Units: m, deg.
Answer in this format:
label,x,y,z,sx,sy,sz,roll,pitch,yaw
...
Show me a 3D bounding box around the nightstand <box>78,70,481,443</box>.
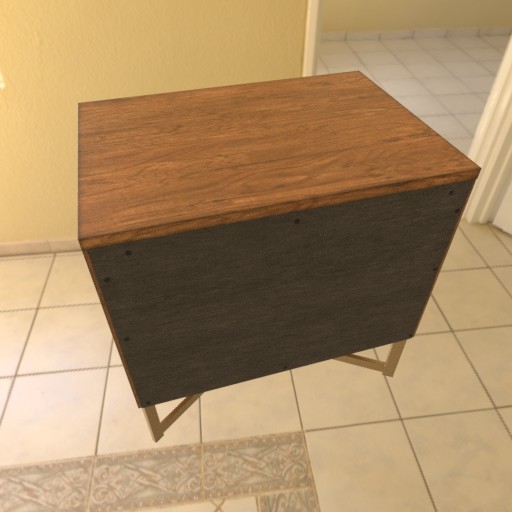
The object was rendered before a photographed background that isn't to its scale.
label,x,y,z,sx,sy,sz,roll,pitch,yaw
nightstand,0.000,0.000,0.996,0.610,0.610,0.446,-11,44,-12
